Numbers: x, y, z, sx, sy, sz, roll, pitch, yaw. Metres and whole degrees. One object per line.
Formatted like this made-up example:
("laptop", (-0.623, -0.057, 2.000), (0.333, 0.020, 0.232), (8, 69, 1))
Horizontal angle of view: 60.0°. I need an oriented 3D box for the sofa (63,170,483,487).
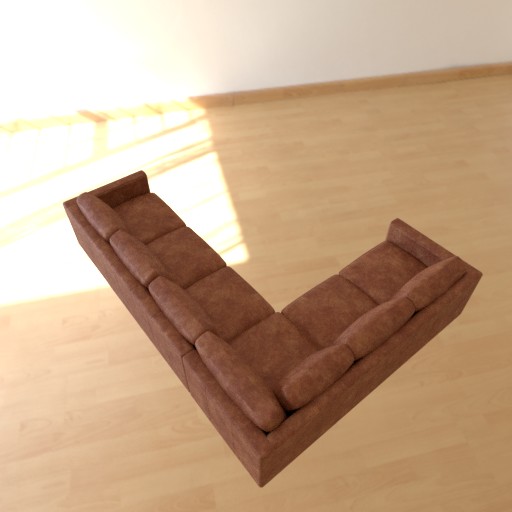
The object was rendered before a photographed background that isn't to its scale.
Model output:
("sofa", (0.000, 0.000, 4.277), (2.438, 0.838, 3.150), (-30, 53, -26))
